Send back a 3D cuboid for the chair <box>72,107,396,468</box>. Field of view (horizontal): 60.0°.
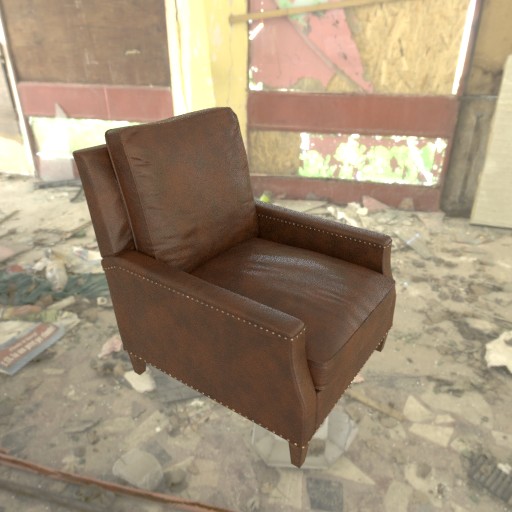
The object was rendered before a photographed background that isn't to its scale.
[{"bbox_3d":[0.000,0.000,1.832,1.035,1.054,0.854,18,32,31],"label":"chair"}]
